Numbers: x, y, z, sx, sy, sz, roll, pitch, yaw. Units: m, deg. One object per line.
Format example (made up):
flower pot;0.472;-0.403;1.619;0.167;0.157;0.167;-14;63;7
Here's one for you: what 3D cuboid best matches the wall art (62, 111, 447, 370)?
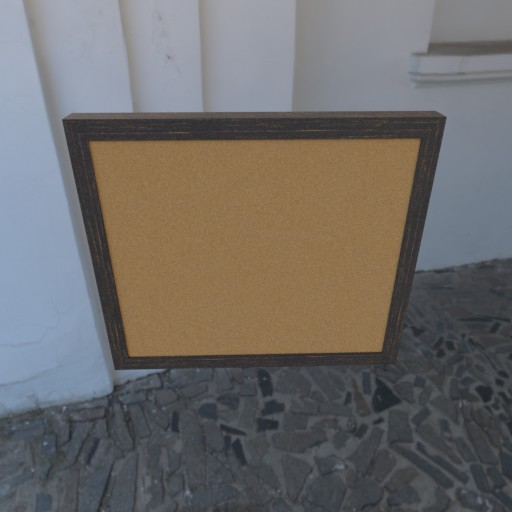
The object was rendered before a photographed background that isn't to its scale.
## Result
wall art;0.000;0.000;0.533;0.381;0.330;0.031;-1;29;-1
